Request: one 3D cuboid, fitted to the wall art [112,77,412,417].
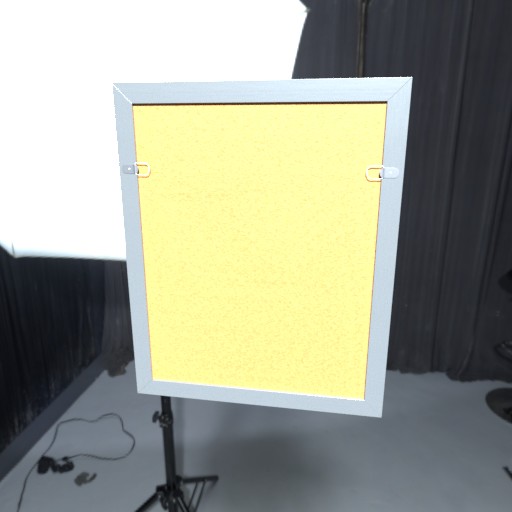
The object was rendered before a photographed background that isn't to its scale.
[{"bbox_3d":[0.000,0.000,0.514,0.308,0.379,0.030,3,16,9],"label":"wall art"}]
